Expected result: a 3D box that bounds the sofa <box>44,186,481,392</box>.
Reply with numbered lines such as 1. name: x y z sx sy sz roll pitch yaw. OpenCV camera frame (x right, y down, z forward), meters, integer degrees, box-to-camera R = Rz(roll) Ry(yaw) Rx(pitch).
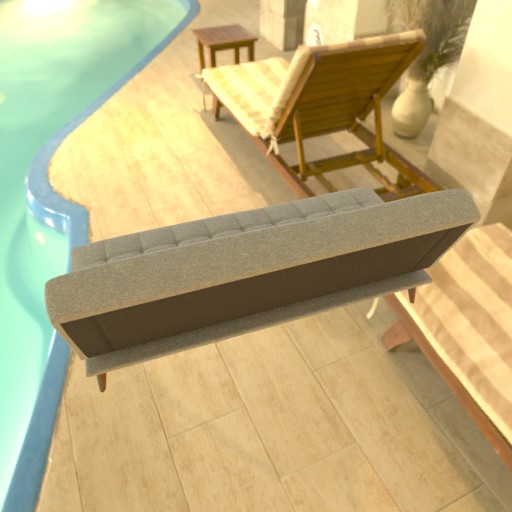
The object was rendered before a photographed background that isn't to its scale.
1. sofa: 0.000 0.000 2.224 1.800 0.810 0.860 -13 45 -14
